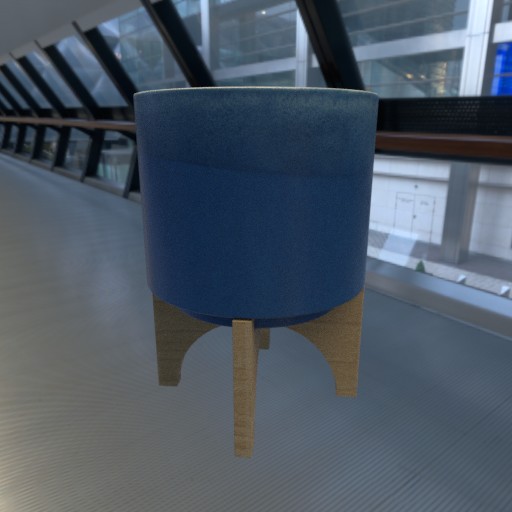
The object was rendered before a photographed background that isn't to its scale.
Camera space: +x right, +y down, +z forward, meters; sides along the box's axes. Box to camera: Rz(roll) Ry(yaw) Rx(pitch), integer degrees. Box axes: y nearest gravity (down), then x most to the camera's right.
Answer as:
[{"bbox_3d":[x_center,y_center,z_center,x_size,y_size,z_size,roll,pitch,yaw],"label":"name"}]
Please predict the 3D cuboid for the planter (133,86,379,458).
[{"bbox_3d":[0.000,0.000,0.540,0.261,0.367,0.261,0,17,0],"label":"planter"}]
